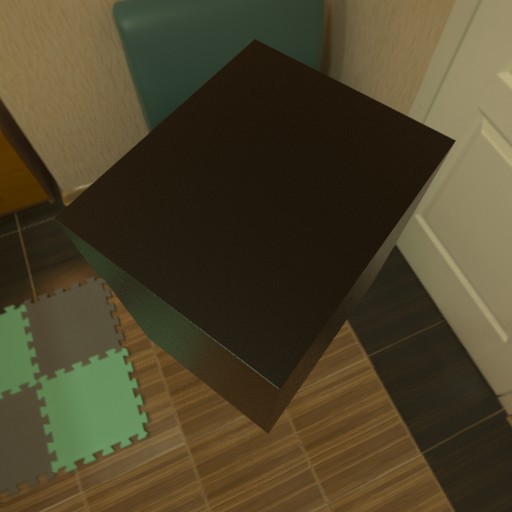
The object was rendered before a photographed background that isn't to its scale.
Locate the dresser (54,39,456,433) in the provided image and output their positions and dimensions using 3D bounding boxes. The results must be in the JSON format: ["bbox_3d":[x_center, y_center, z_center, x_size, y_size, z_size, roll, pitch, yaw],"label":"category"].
[{"bbox_3d":[0.000,0.000,0.771,0.360,0.470,0.400,34,68,16],"label":"dresser"}]
